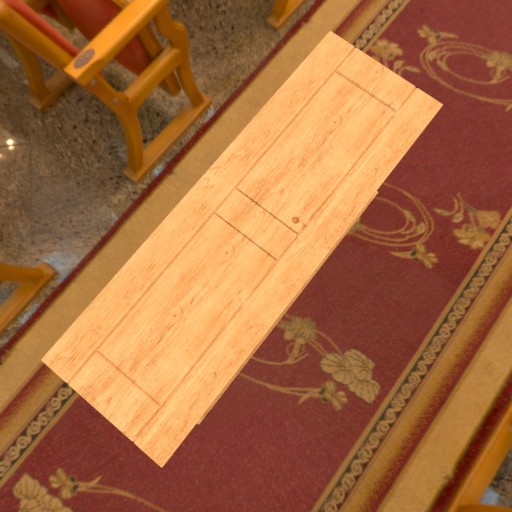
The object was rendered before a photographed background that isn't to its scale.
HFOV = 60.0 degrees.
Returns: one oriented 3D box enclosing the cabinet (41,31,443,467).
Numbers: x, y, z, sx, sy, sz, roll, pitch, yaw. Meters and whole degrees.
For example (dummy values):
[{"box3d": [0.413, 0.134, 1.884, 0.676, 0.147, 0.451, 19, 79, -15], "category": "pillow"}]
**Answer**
[{"box3d": [0.000, 0.000, 1.675, 0.432, 0.810, 1.321, 38, 79, 8], "category": "cabinet"}]
